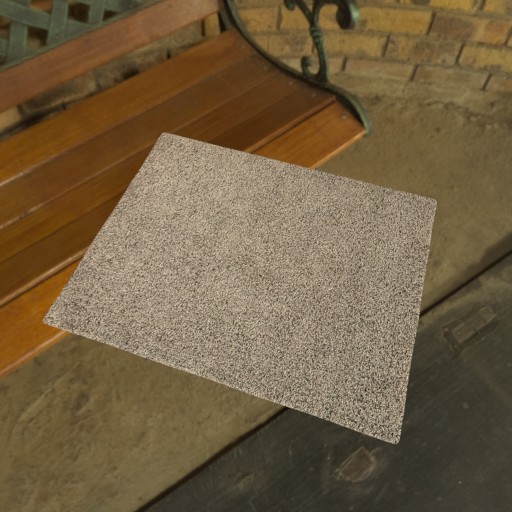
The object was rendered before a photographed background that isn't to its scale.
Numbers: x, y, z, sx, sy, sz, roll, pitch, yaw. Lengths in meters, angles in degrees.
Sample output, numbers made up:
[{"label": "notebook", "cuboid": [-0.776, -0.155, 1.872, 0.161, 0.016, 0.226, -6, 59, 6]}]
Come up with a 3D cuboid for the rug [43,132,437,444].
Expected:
[{"label": "rug", "cuboid": [0.000, 0.000, 4.138, 3.047, 0.029, 2.438, 16, 60, 10]}]
